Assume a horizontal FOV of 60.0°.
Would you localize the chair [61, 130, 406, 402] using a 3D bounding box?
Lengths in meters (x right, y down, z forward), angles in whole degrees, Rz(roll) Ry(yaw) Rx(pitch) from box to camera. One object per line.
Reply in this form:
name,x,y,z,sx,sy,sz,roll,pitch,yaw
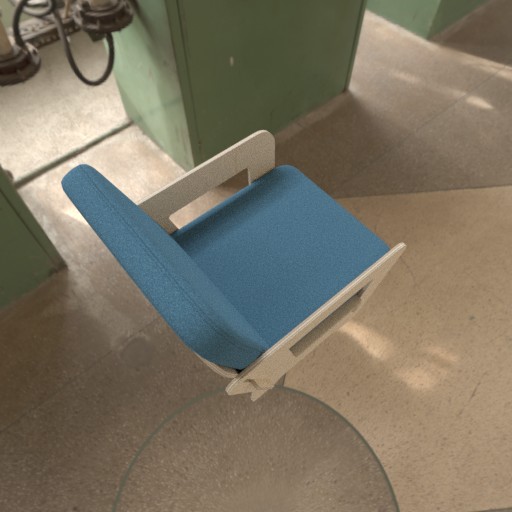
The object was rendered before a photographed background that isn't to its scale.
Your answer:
chair,0.000,0.000,1.182,0.657,0.747,0.547,-35,65,-20
